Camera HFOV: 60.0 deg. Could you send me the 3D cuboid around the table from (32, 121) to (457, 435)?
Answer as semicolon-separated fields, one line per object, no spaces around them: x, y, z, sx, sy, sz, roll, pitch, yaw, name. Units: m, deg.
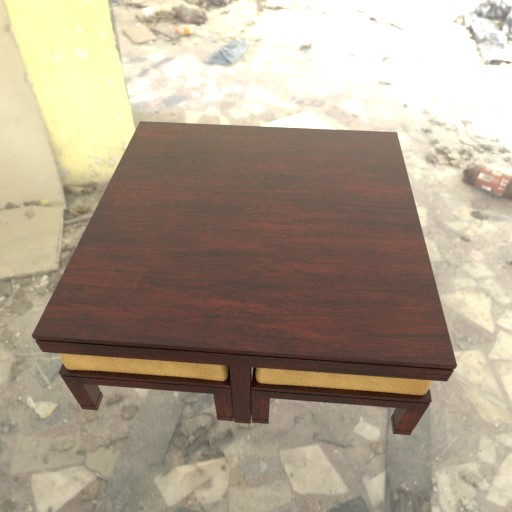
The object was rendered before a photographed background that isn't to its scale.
0.000;0.000;1.322;0.865;0.356;0.865;3;47;3;table
